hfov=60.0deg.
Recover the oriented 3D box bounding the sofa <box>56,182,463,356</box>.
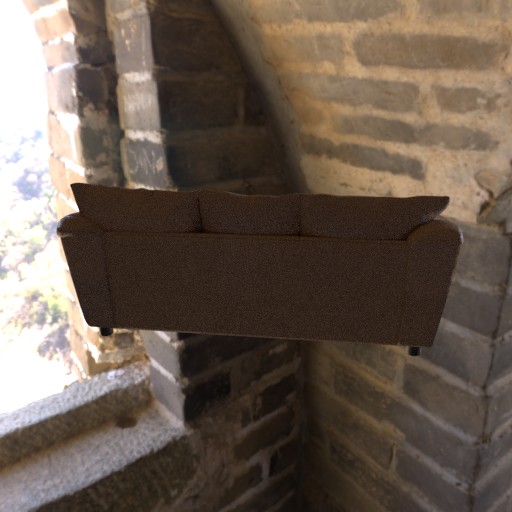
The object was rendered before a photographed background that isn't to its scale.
[{"bbox_3d":[0.000,0.000,2.888,2.377,0.981,0.893,2,16,7],"label":"sofa"}]
